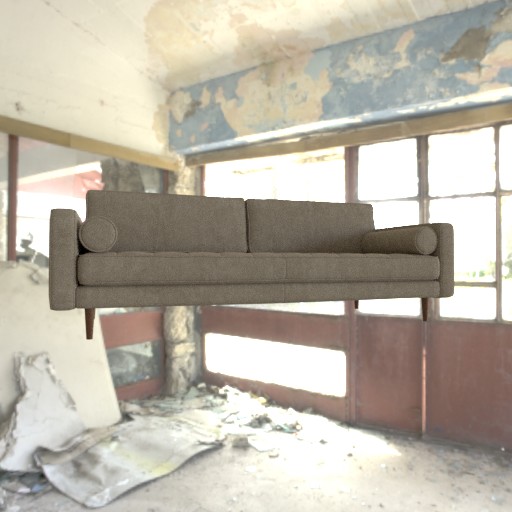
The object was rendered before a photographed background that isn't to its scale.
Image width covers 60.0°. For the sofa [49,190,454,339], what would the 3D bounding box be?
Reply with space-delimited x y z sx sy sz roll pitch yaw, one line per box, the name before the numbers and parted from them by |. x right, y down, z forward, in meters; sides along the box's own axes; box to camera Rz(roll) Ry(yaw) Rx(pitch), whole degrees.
sofa | 0.000 0.000 2.659 2.200 0.770 0.919 0 -1 -19
